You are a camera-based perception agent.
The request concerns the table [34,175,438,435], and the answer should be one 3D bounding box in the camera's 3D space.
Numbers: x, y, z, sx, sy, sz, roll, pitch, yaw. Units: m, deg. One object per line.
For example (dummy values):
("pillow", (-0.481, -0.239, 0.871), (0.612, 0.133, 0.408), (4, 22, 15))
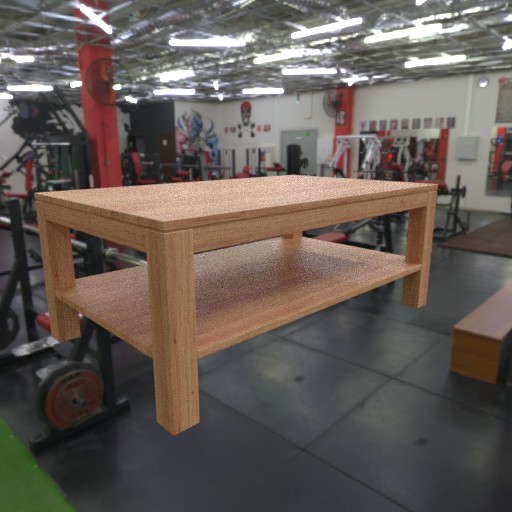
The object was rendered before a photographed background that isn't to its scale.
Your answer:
("table", (0.000, 0.000, 1.503), (1.146, 0.457, 0.695), (-13, 19, -42))
